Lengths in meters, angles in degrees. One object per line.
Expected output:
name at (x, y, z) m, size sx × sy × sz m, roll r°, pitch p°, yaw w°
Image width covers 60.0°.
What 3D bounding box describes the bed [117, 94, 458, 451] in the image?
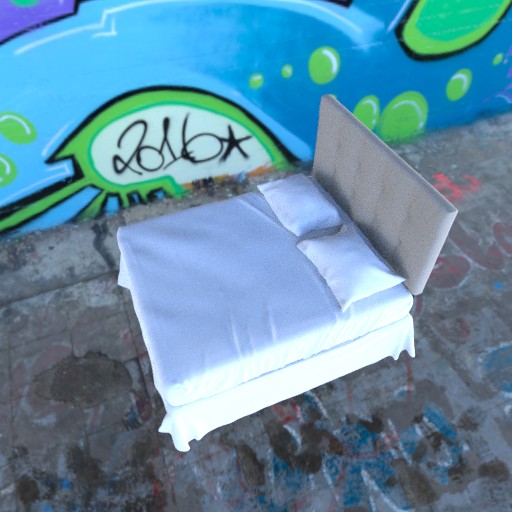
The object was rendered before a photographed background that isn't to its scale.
bed at (0.000, 0.000, 3.542) m, size 2.222 × 1.577 × 1.936 m, roll -17°, pitch 50°, yaw -15°
